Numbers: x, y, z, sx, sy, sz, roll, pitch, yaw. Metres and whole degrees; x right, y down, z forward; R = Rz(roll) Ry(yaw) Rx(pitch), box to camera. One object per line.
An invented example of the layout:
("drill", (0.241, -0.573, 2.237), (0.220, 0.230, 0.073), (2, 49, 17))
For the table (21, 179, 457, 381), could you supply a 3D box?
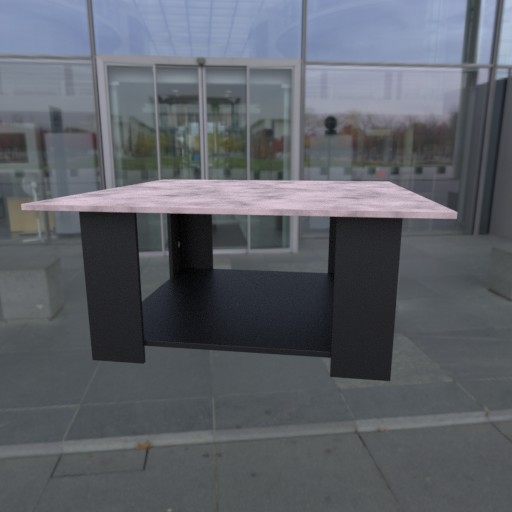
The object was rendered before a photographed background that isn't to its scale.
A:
("table", (0.000, 0.000, 1.026), (0.670, 0.305, 0.670), (2, 13, 8))
